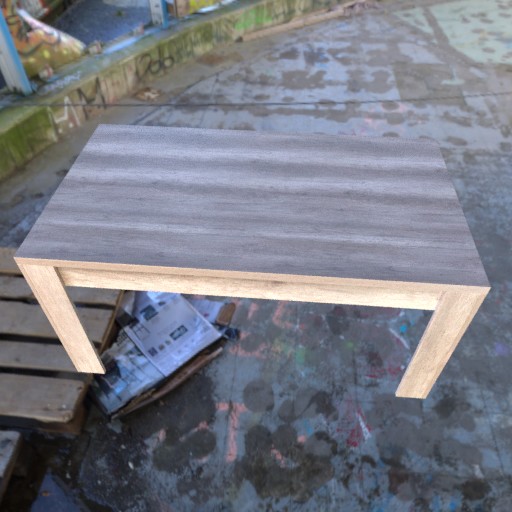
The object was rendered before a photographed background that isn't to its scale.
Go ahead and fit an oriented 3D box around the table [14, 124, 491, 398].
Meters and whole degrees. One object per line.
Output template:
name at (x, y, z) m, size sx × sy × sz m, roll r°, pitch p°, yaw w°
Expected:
table at (0.000, 0.000, 2.068) m, size 1.600 × 0.775 × 0.900 m, roll 3°, pitch 46°, yaw 3°
